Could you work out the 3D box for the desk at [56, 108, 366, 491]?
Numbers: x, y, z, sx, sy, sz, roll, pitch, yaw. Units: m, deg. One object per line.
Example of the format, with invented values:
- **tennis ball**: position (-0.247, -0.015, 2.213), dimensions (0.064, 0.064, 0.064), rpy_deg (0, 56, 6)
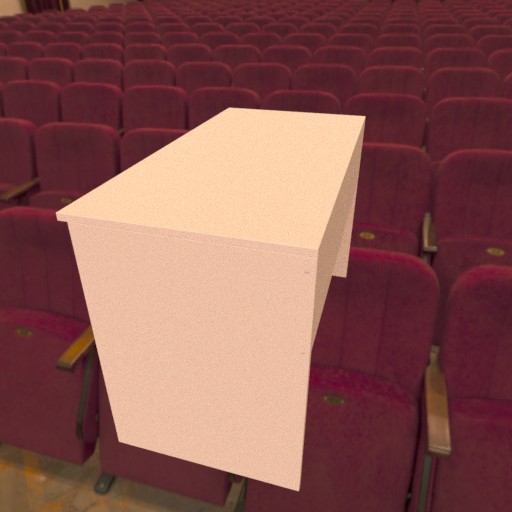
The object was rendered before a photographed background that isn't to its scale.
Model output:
- **desk**: position (0.000, 0.000, 1.508), dimensions (0.560, 0.730, 1.100), rpy_deg (8, 31, 14)
